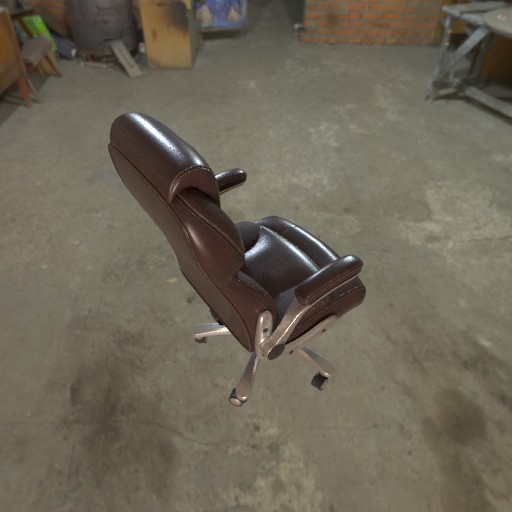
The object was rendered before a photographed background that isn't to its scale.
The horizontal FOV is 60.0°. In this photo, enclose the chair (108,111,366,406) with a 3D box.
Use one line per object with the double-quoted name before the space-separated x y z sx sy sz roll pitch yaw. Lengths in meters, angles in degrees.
"chair" 0.000 0.000 1.652 0.774 1.160 0.733 -25 48 -26
